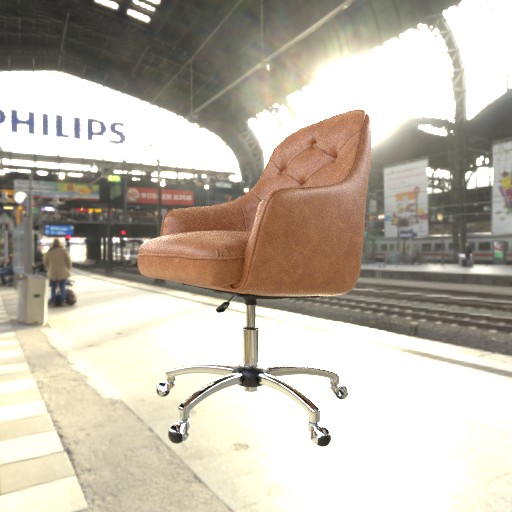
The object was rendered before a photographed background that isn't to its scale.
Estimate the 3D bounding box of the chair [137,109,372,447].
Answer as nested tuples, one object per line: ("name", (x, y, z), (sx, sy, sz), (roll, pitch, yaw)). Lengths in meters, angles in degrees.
("chair", (0.000, 0.000, 1.305), (0.615, 0.909, 0.628), (0, 1, -34))
